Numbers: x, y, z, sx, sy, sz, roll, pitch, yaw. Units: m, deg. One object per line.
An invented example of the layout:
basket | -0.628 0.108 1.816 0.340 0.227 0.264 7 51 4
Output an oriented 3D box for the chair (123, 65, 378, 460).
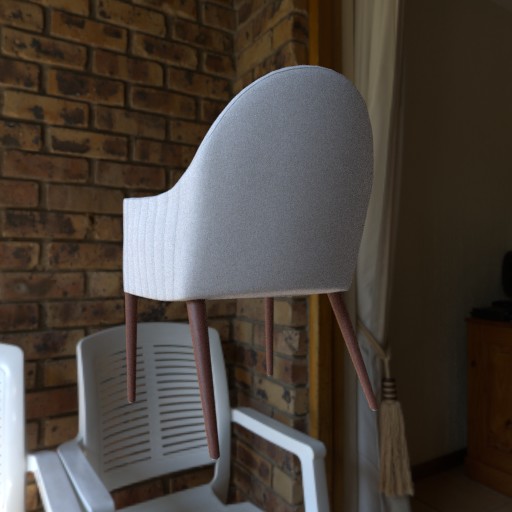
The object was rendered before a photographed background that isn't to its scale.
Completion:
chair | 0.000 0.000 1.297 0.610 0.889 0.620 1 -1 -37
